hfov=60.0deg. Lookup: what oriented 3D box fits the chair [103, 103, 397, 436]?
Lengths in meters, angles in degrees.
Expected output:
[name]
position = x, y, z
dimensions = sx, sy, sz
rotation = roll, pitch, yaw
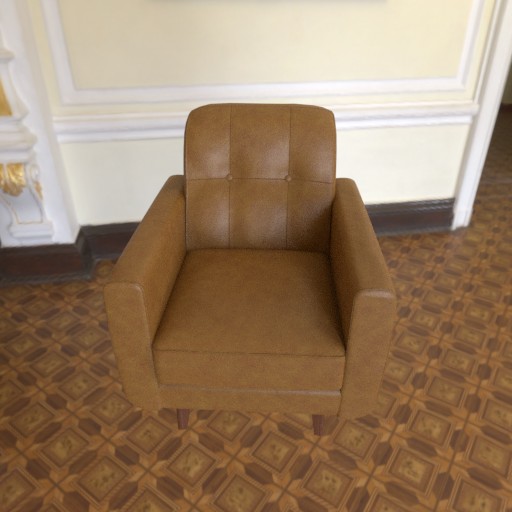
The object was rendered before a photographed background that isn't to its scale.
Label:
[chair]
position = 0.000, 0.000, 1.684
dimensions = 0.845, 0.968, 0.942
rotation = 2, 31, 3
